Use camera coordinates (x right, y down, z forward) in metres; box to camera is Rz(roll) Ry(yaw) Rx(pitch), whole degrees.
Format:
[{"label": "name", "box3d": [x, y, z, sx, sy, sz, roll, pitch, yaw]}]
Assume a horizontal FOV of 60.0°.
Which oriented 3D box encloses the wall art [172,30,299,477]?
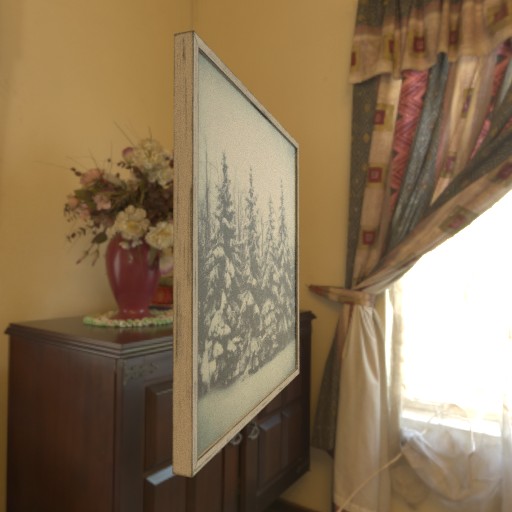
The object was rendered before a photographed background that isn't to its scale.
[{"label": "wall art", "box3d": [0.000, 0.000, 1.118, 0.037, 0.761, 0.761, 0, -1, 19]}]
